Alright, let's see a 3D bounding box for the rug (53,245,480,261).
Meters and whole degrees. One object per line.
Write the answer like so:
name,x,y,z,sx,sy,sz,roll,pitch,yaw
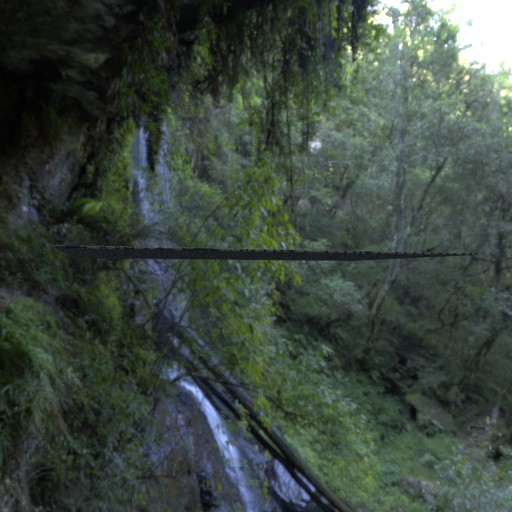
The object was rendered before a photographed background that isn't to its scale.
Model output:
rug,0.000,0.000,3.086,2.435,0.011,1.517,1,-2,-19
